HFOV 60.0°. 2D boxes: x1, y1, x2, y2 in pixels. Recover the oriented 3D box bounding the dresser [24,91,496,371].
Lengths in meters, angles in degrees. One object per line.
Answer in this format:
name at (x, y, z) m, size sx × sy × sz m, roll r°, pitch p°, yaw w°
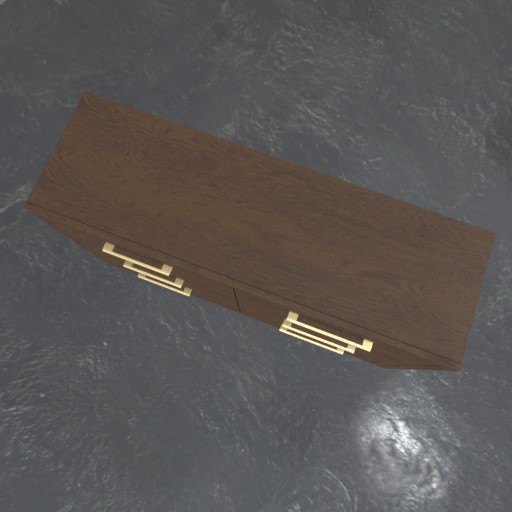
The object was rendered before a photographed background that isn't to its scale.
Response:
dresser at (0.000, 0.000, 1.921) m, size 1.523 × 0.889 × 0.512 m, roll 20°, pitch 77°, yaw 5°
